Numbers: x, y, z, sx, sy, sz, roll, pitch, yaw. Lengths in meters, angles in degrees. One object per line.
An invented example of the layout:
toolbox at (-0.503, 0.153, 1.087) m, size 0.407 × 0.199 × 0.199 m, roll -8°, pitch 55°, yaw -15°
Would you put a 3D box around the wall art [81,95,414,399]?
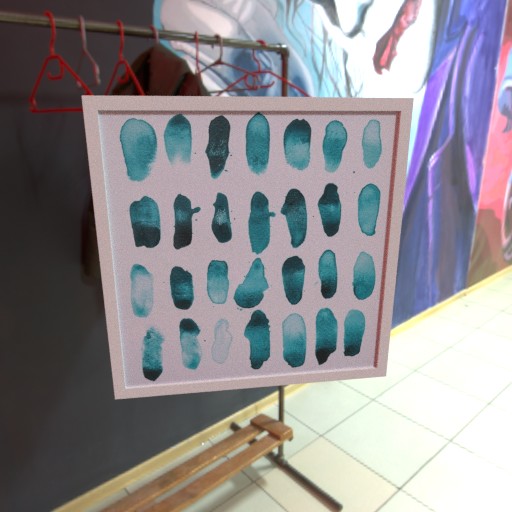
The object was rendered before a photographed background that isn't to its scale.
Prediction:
wall art at (0.000, 0.000, 0.675) m, size 0.456 × 0.457 × 0.009 m, roll -2°, pitch 17°, yaw -8°
